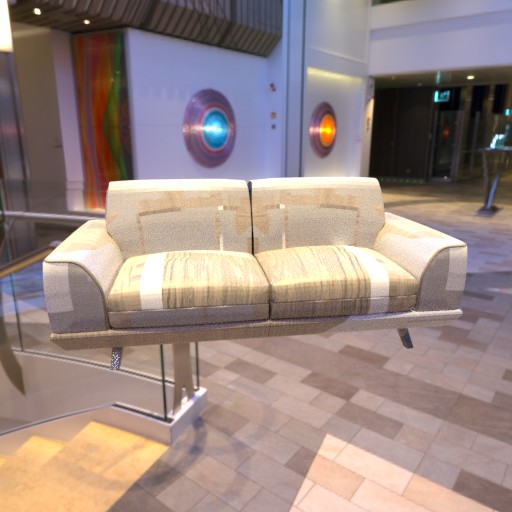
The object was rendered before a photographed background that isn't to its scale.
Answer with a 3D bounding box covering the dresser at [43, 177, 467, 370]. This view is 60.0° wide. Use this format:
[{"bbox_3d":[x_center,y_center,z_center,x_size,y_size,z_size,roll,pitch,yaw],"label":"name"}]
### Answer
[{"bbox_3d":[0.000,0.000,5.802,4.679,1.863,2.251,-2,16,-8],"label":"dresser"}]
